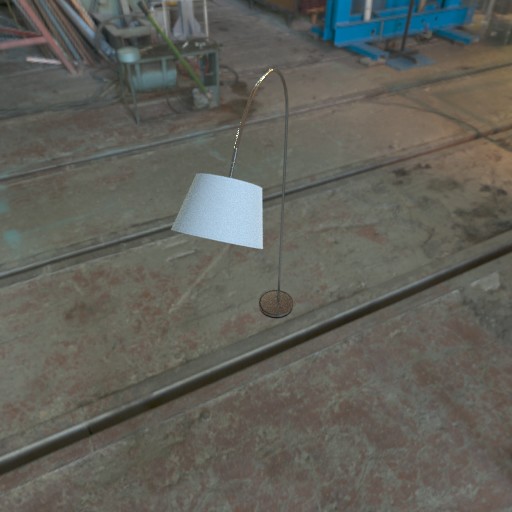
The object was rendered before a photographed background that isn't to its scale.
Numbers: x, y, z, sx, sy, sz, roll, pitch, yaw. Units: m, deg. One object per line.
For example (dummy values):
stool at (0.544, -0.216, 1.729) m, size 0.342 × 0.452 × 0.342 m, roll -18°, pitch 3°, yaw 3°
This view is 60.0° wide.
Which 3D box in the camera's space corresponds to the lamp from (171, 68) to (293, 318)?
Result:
lamp at (0.000, 0.000, 2.713) m, size 0.406 × 2.098 × 1.445 m, roll 11°, pitch 43°, yaw 13°
